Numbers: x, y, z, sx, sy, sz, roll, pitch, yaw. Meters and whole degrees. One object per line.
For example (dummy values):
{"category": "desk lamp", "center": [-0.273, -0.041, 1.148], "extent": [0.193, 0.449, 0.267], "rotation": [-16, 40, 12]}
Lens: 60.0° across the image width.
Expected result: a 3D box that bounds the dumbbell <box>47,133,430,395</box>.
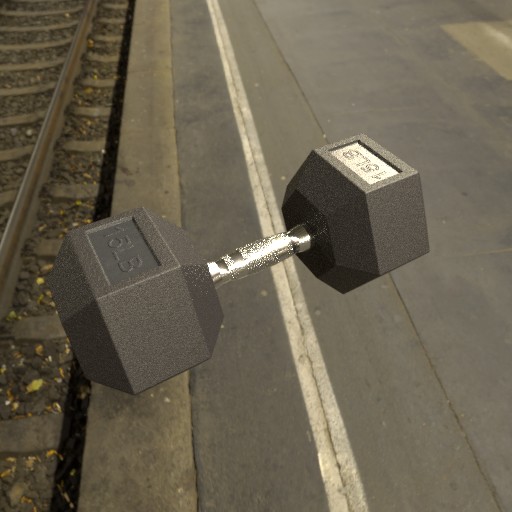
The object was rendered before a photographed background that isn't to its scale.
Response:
{"category": "dumbbell", "center": [0.000, 0.000, 0.328], "extent": [0.271, 0.106, 0.122], "rotation": [-22, 50, -20]}
